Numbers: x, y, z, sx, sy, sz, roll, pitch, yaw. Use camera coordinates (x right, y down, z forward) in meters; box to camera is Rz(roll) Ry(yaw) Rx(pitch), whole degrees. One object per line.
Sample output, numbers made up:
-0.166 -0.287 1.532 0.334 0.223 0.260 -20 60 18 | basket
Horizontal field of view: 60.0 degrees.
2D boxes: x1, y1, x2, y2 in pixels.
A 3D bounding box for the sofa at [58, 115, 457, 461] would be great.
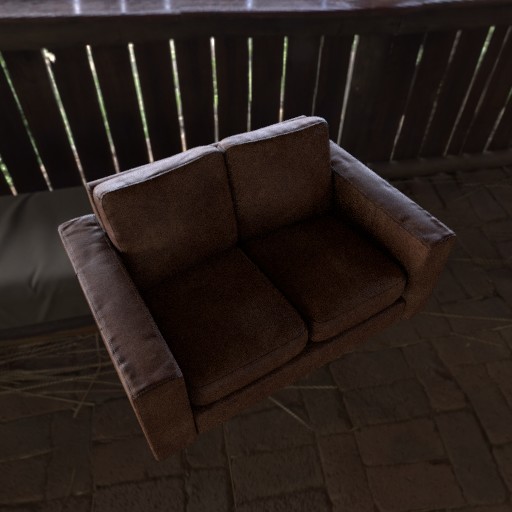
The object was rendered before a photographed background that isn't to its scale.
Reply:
0.000 0.000 2.227 1.626 0.889 1.041 -23 50 -21 | sofa
